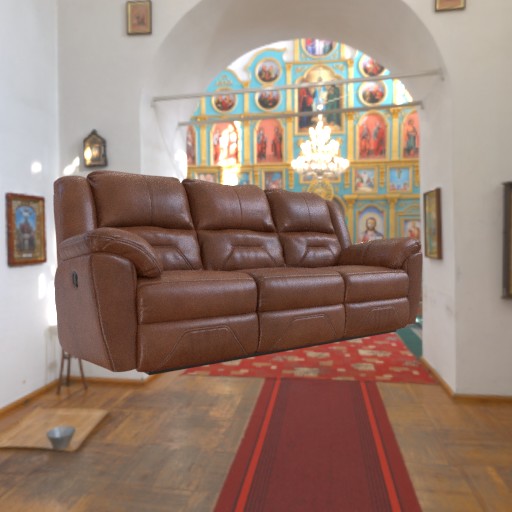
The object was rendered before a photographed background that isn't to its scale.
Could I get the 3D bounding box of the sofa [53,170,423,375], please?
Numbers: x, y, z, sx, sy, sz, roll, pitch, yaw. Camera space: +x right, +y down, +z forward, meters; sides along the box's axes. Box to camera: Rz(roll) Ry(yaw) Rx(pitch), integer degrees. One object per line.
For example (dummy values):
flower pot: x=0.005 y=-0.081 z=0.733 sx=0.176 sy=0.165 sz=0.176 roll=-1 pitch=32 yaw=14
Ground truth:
sofa: x=0.000 y=0.000 z=2.837 sx=2.337 sy=1.043 sz=0.991 roll=-1 pitch=1 yaw=-37
